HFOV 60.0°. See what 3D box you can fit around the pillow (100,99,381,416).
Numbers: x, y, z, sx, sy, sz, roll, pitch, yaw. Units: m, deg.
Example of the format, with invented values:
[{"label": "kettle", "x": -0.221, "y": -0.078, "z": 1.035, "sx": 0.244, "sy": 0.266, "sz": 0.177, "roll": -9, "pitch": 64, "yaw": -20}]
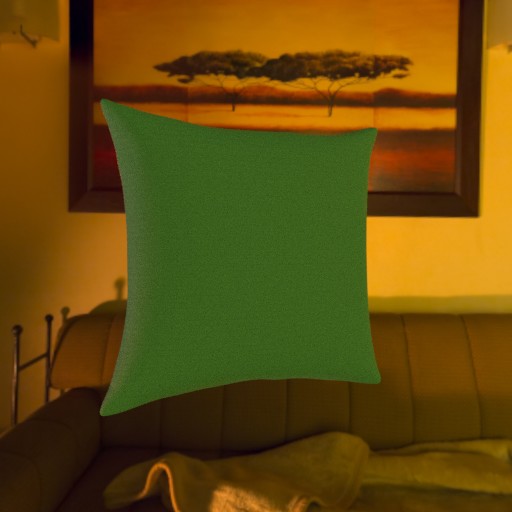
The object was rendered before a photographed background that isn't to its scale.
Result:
[{"label": "pillow", "x": 0.000, "y": 0.000, "z": 0.775, "sx": 0.514, "sy": 0.497, "sz": 0.150, "roll": 0, "pitch": 0, "yaw": -20}]
